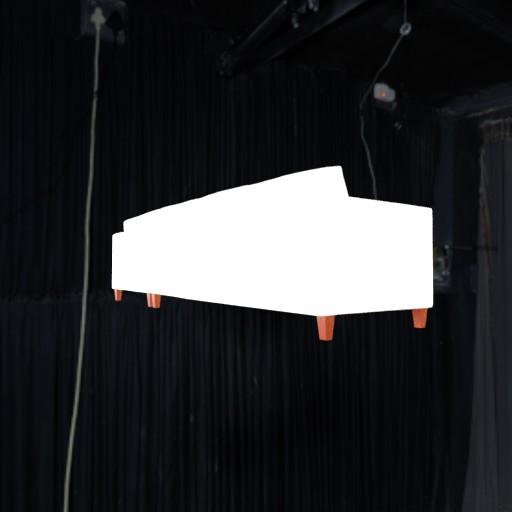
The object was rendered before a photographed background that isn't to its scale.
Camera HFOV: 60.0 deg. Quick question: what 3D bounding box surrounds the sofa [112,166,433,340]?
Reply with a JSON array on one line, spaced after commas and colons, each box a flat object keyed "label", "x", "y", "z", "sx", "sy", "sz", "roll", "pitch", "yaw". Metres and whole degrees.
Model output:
[{"label": "sofa", "x": 0.000, "y": 0.000, "z": 4.085, "sx": 1.603, "sy": 0.954, "sz": 3.471, "roll": 1, "pitch": -2, "yaw": -35}]
